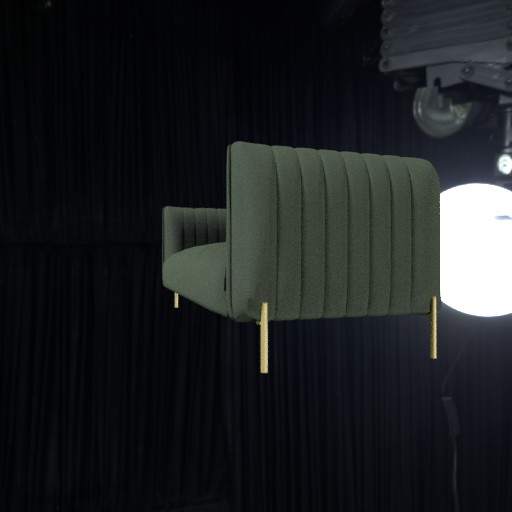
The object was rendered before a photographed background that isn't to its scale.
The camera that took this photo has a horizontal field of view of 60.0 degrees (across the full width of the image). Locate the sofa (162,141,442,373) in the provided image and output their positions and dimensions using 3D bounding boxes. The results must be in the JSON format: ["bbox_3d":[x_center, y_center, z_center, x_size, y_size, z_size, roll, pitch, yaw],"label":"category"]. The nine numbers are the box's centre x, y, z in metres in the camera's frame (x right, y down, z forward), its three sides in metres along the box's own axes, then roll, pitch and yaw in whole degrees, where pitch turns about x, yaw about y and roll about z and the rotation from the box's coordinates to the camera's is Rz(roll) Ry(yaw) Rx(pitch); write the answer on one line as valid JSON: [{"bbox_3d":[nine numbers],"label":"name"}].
[{"bbox_3d":[0.000,0.000,2.581,0.896,0.793,2.137,0,0,-18],"label":"sofa"}]
